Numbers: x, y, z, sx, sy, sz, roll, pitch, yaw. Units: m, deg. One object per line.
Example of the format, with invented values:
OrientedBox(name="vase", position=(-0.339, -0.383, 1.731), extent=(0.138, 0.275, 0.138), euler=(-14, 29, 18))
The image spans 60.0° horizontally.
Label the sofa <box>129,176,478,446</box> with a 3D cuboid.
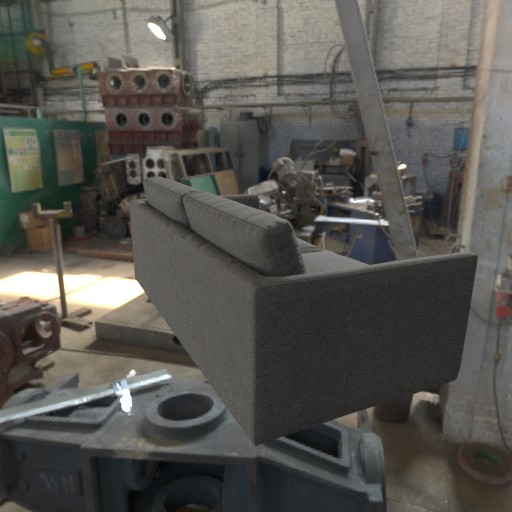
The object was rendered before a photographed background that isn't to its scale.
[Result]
OrientedBox(name="sofa", position=(0.000, 0.000, 2.720), extent=(1.092, 0.838, 2.257), euler=(-7, 17, -25))
